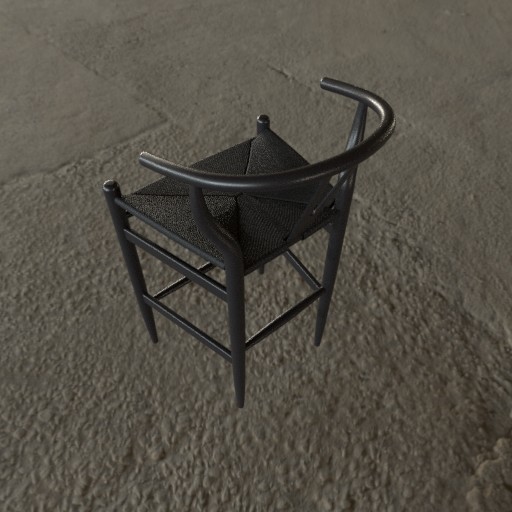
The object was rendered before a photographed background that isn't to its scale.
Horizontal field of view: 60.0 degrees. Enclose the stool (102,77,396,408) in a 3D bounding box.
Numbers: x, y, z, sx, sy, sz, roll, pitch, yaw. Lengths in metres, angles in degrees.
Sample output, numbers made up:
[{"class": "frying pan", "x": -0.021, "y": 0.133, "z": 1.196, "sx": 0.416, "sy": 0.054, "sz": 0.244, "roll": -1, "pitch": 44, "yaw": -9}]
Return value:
[{"class": "stool", "x": 0.000, "y": 0.000, "z": 1.282, "sx": 0.569, "sy": 0.970, "sz": 0.579, "roll": -32, "pitch": 54, "yaw": -27}]
